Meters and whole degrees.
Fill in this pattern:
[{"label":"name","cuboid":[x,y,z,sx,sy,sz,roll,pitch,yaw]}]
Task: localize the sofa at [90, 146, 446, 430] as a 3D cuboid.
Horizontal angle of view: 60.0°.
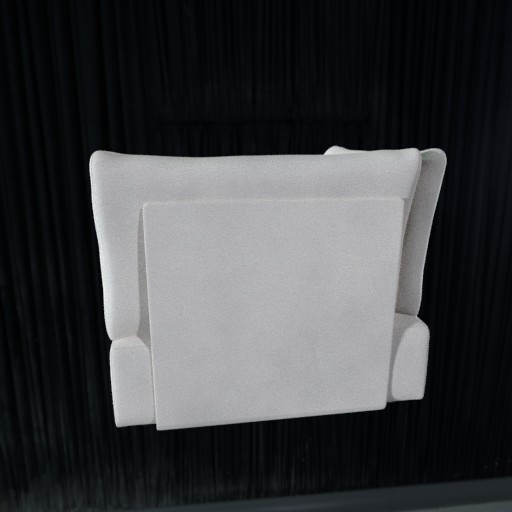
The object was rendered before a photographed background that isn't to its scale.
[{"label":"sofa","cuboid":[0.000,0.000,1.709,1.000,0.820,1.000,-2,15,-9]}]
